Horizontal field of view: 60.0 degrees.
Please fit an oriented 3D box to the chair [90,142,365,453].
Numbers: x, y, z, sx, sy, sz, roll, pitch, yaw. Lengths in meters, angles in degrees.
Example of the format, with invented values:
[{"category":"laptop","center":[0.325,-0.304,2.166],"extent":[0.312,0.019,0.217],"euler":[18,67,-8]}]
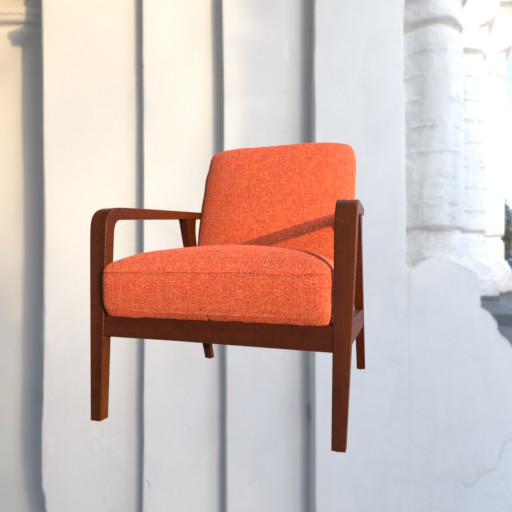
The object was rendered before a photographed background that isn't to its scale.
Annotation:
[{"category":"chair","center":[0.000,0.000,1.484],"extent":[0.719,0.890,0.860],"euler":[0,0,17]}]
